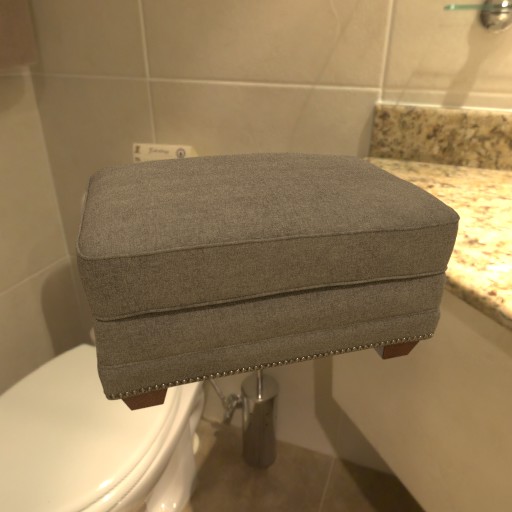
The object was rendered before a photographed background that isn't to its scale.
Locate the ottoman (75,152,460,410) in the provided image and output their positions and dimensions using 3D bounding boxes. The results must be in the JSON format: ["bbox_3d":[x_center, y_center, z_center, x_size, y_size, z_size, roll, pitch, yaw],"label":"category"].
[{"bbox_3d":[0.000,0.000,1.161,0.813,0.457,0.561,-7,28,-14],"label":"ottoman"}]
